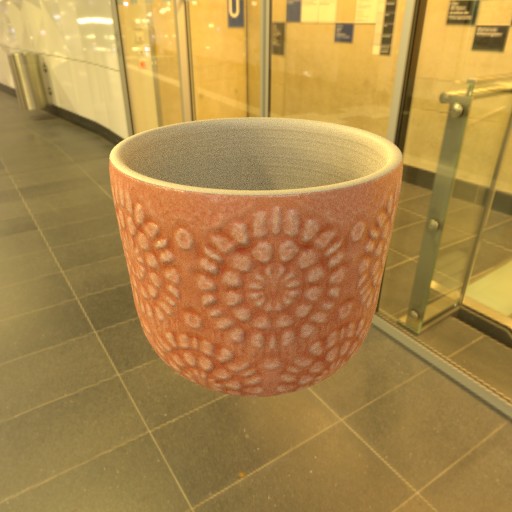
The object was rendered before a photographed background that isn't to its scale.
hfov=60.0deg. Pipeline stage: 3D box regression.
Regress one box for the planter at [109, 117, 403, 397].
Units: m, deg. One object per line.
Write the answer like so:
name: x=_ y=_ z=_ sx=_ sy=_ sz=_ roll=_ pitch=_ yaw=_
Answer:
planter: x=0.000 y=0.000 z=0.217 sx=0.124 sy=0.109 sz=0.124 roll=0 pitch=28 yaw=0
